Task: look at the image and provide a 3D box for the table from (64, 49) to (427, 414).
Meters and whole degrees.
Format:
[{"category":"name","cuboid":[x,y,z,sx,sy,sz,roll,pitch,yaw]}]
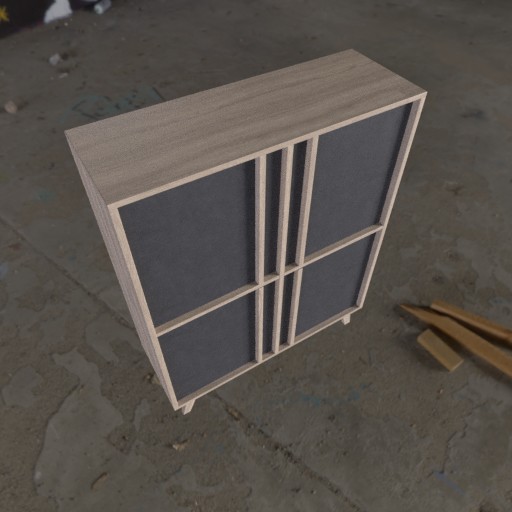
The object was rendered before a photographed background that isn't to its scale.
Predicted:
[{"category":"table","cuboid":[0.000,0.000,1.927,1.111,1.388,0.398,-24,52,-20]}]
